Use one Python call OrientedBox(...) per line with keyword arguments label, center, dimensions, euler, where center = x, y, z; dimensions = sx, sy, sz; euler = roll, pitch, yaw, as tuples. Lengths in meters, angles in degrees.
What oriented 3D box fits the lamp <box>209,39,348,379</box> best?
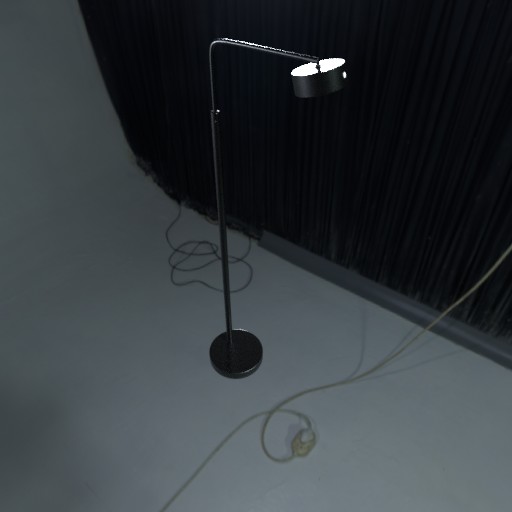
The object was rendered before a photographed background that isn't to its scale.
OrientedBox(label="lamp", center=(0.000, 0.000, 1.389), dimensions=(0.418, 1.230, 0.219), euler=(25, 48, 25))
